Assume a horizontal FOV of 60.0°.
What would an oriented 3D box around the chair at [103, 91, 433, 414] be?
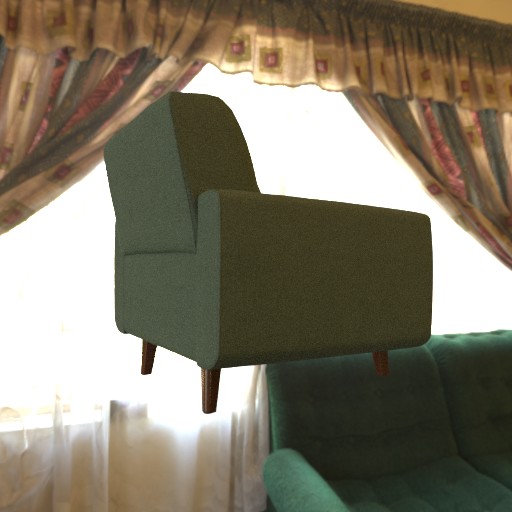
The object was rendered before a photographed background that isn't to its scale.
[{"bbox_3d":[0.000,0.000,1.560,0.909,0.841,0.831,0,-1,-34],"label":"chair"}]
